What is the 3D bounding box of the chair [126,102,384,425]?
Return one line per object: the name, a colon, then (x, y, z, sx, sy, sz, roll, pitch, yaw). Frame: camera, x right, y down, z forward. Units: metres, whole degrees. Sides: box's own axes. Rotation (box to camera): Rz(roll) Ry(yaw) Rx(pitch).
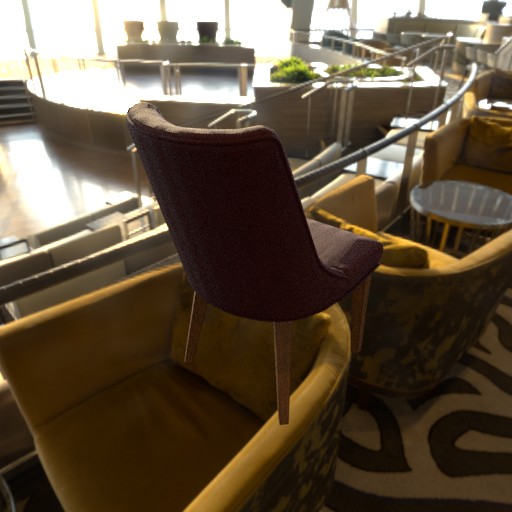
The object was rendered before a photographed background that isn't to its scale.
chair: (0.000, 0.000, 1.338, 0.548, 0.916, 0.638, 22, 37, 32)
